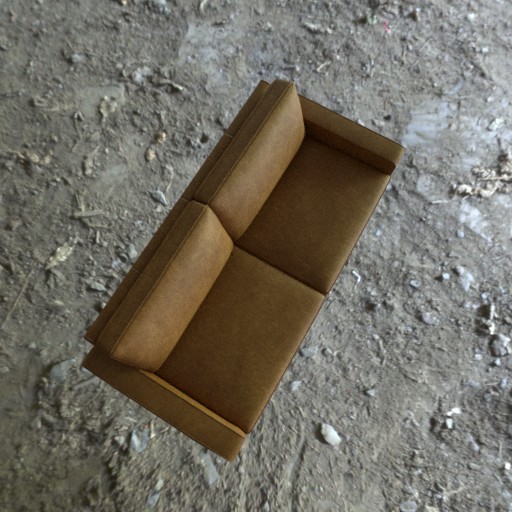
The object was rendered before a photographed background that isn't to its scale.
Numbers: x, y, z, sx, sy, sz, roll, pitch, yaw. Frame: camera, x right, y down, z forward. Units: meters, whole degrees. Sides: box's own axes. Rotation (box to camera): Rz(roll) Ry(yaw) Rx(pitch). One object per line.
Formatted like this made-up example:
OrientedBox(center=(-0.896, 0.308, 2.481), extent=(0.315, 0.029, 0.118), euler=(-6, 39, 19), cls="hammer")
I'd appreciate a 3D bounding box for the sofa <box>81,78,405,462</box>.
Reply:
OrientedBox(center=(0.000, 0.000, 2.710), extent=(0.991, 0.928, 2.156), euler=(29, 76, 8), cls="sofa")
